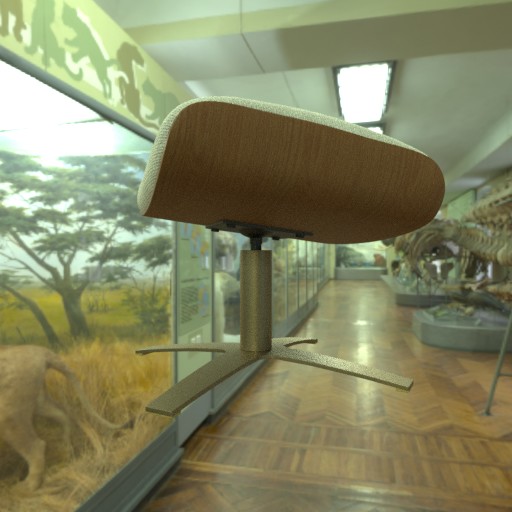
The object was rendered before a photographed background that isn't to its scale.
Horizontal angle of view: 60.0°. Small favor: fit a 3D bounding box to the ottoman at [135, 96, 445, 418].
[{"bbox_3d":[0.000,0.000,0.772,0.394,0.391,0.520,0,0,-17],"label":"ottoman"}]
